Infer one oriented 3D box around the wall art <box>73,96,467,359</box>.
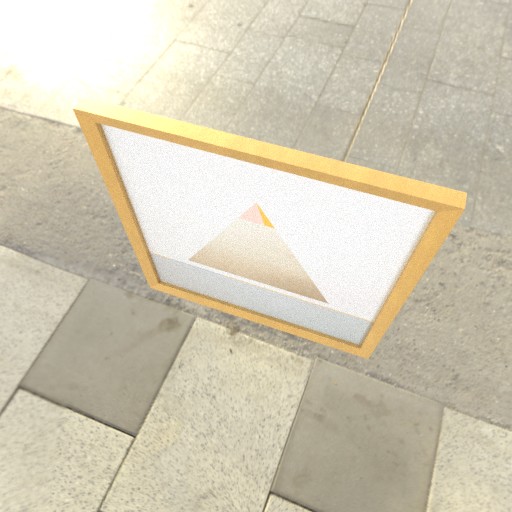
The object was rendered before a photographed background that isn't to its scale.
[{"bbox_3d":[0.000,0.000,2.917,1.935,1.936,0.097,17,60,10],"label":"wall art"}]
